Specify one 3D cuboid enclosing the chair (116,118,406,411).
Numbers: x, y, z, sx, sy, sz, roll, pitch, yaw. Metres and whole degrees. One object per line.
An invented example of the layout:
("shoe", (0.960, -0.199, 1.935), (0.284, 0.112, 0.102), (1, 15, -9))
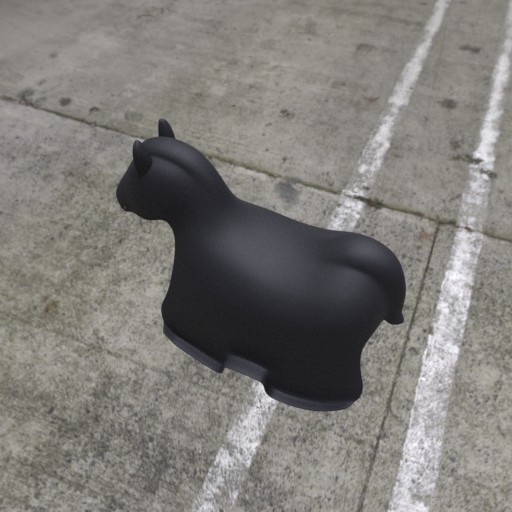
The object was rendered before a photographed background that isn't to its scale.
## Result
("chair", (0.000, 0.000, 1.160), (0.800, 0.612, 0.429), (18, 50, 16))
